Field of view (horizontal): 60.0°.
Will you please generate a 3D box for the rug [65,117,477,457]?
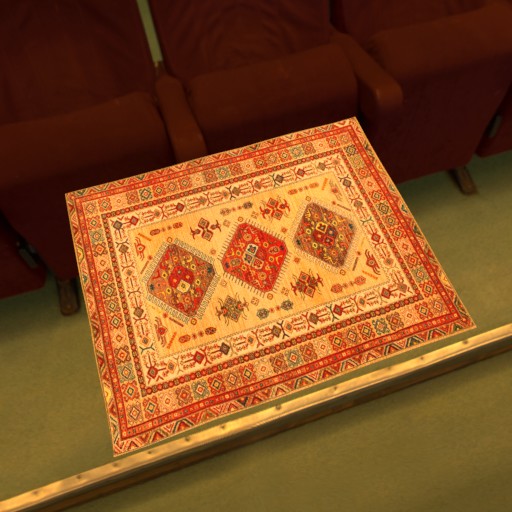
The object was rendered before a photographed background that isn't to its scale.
[{"bbox_3d":[0.000,0.000,3.990,3.067,0.005,2.460,-17,65,-8],"label":"rug"}]
